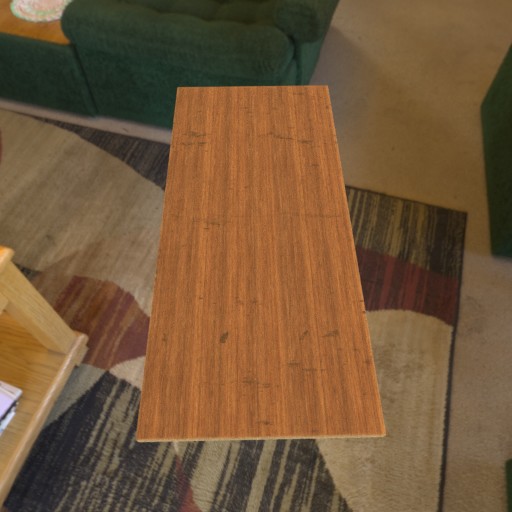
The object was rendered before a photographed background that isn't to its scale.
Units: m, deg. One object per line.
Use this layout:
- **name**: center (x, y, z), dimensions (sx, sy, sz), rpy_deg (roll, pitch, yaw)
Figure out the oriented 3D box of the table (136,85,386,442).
- **table**: center (0.000, 0.000, 2.675), dimensions (1.000, 0.757, 2.200), rpy_deg (-1, 57, -1)
